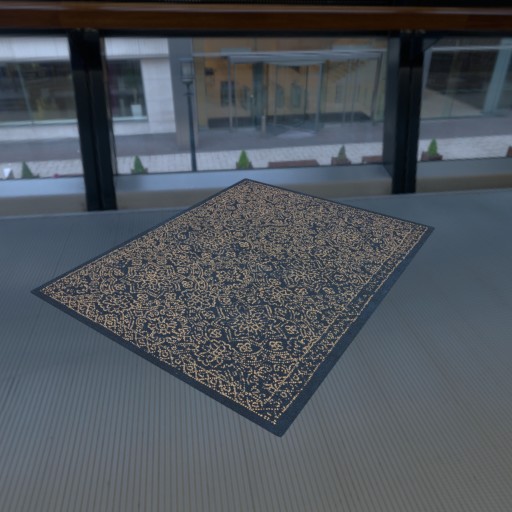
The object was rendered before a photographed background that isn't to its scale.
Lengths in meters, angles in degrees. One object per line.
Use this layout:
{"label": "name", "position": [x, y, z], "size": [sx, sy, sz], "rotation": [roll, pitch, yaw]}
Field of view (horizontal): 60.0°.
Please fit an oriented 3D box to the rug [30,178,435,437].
{"label": "rug", "position": [0.000, 0.000, 4.132], "size": [2.438, 0.010, 3.048], "rotation": [20, 37, 29]}
